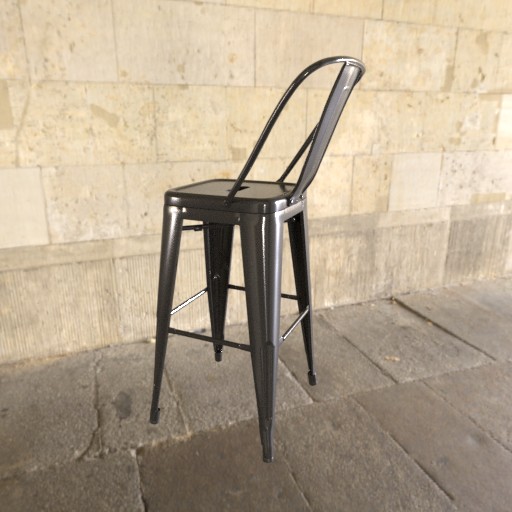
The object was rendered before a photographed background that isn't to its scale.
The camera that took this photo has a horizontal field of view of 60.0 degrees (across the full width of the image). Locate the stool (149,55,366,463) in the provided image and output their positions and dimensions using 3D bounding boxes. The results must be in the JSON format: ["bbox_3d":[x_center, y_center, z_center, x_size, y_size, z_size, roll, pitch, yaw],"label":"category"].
[{"bbox_3d":[0.000,0.000,1.277,0.528,1.022,0.432,8,19,23],"label":"stool"}]
